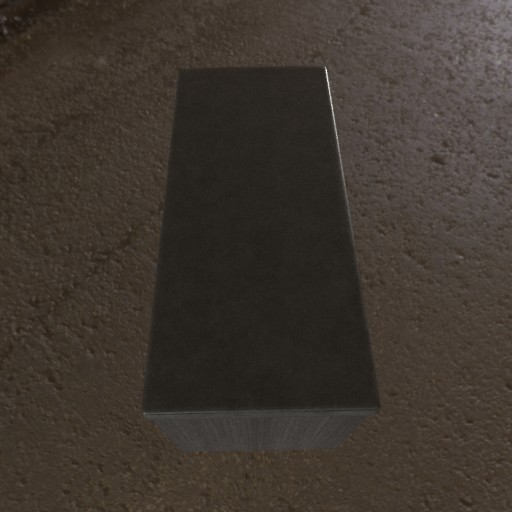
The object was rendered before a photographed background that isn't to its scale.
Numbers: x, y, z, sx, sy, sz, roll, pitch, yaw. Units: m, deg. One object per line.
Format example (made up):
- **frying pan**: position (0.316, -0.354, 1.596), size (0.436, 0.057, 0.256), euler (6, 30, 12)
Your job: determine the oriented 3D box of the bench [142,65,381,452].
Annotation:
- **bench**: position (0.000, 0.000, 1.175), size (0.401, 0.501, 0.905), euler (-1, 59, -1)
